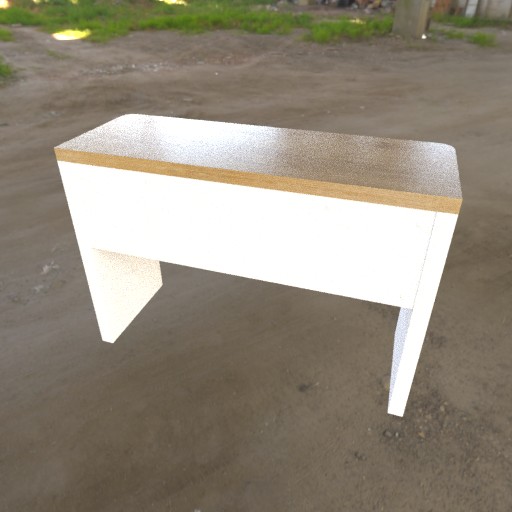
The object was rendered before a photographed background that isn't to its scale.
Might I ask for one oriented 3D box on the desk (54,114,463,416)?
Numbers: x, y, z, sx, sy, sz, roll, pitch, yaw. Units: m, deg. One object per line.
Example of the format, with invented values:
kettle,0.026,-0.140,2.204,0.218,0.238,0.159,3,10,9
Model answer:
desk,0.000,0.000,1.496,1.100,0.760,0.390,10,34,15
